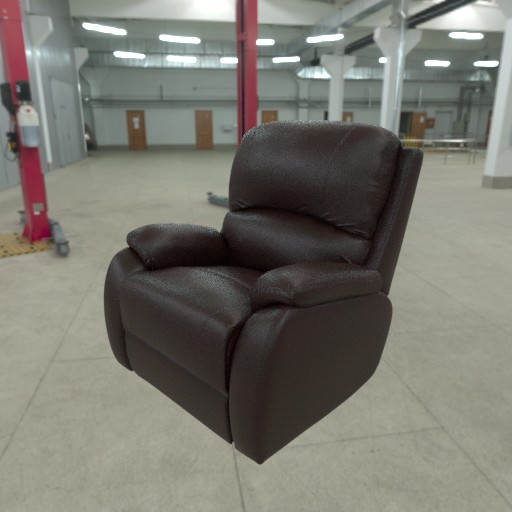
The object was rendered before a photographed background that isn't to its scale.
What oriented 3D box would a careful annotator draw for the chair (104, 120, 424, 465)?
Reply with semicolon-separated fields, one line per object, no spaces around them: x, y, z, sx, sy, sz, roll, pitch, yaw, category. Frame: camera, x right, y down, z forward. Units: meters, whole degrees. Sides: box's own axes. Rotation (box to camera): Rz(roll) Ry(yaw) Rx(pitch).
0.000;0.000;1.723;0.930;1.011;0.899;16;23;42;chair
